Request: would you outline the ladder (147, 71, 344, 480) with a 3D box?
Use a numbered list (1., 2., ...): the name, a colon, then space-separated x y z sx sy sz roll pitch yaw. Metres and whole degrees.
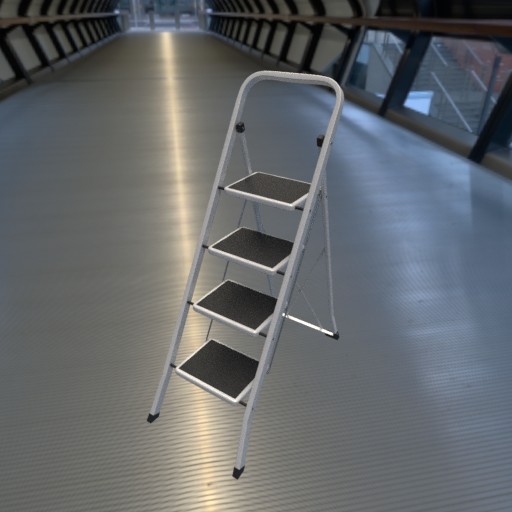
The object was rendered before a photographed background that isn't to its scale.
1. ladder: 0.000 0.000 1.710 0.460 1.265 0.914 19 35 29
